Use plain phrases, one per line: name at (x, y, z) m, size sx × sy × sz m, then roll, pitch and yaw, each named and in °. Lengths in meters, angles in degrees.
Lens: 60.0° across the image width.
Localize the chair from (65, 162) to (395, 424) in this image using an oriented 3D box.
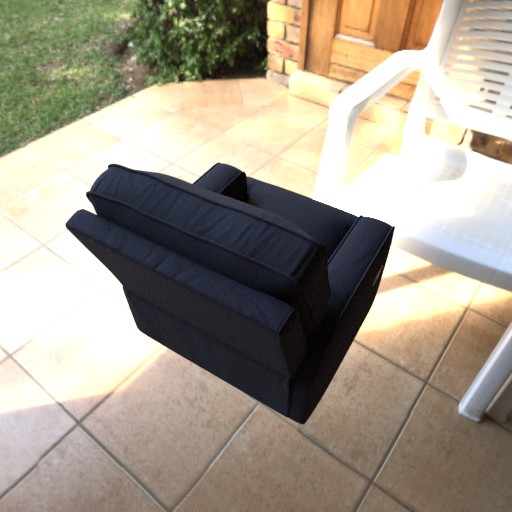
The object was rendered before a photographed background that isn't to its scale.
chair at (0.000, 0.000, 1.706) m, size 0.861 × 0.962 × 0.964 m, roll 24°, pitch 50°, yaw 22°
